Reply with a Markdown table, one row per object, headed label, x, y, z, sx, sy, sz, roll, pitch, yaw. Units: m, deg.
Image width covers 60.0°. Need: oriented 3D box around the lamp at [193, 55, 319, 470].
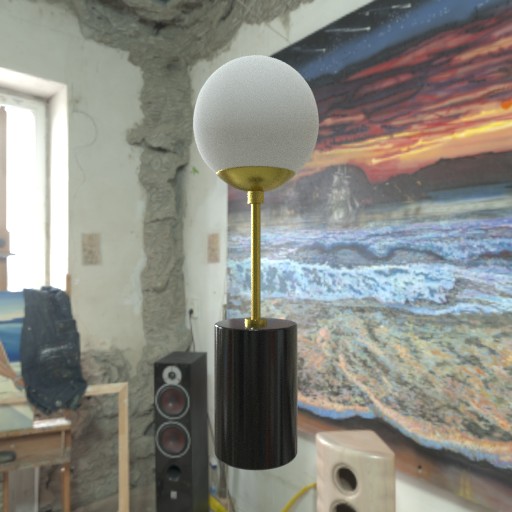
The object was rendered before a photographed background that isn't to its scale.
| label | x | y | z | sx | sy | sz | roll | pitch | yaw |
| --- | --- | --- | --- | --- | --- | --- | --- | --- | --- |
| lamp | 0.000 | 0.000 | 0.547 | 0.153 | 0.480 | 0.153 | 0 | 0 | 0 |
